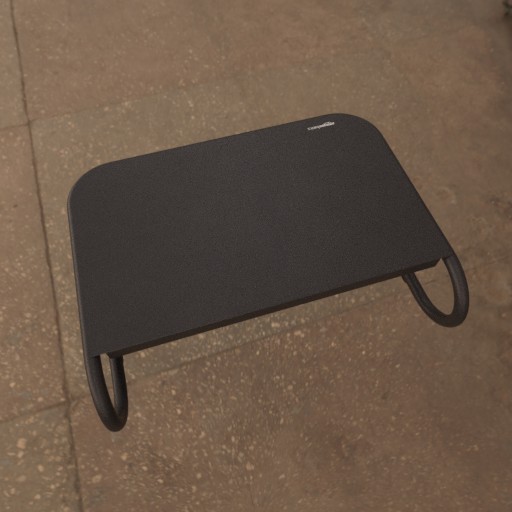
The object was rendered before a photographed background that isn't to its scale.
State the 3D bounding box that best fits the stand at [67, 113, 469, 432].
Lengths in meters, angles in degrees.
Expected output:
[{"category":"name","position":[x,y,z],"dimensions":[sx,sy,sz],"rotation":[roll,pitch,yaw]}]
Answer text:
[{"category":"stand","position":[0.000,0.000,0.500],"dimensions":[0.370,0.108,0.280],"rotation":[-15,61,-8]}]
